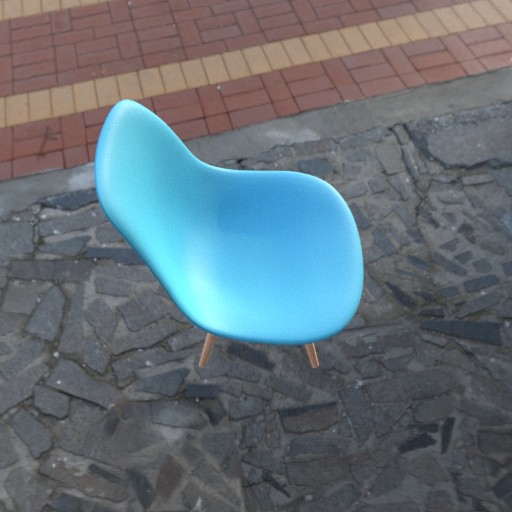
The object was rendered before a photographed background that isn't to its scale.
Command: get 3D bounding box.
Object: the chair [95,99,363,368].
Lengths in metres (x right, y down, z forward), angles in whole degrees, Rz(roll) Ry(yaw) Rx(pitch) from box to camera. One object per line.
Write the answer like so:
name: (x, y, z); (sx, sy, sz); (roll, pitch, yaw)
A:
chair: (0.000, 0.000, 1.108); (0.531, 0.826, 0.470); (1, 64, 0)
